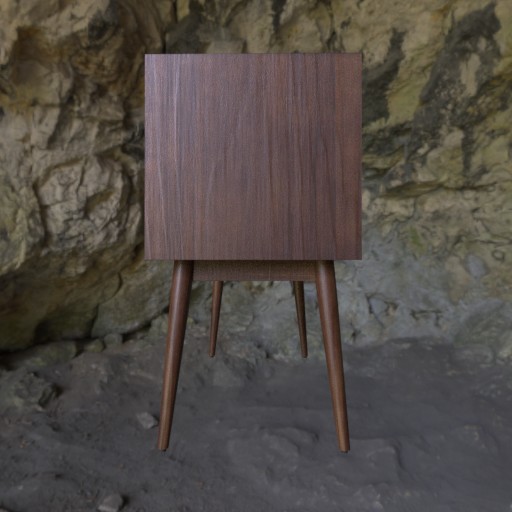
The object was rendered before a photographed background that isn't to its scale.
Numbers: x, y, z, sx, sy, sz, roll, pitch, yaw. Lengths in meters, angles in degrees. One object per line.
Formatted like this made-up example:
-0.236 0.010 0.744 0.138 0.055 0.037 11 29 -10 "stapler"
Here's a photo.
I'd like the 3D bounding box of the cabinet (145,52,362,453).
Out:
0.000 0.000 1.090 0.354 0.654 0.743 0 0 1 "cabinet"
